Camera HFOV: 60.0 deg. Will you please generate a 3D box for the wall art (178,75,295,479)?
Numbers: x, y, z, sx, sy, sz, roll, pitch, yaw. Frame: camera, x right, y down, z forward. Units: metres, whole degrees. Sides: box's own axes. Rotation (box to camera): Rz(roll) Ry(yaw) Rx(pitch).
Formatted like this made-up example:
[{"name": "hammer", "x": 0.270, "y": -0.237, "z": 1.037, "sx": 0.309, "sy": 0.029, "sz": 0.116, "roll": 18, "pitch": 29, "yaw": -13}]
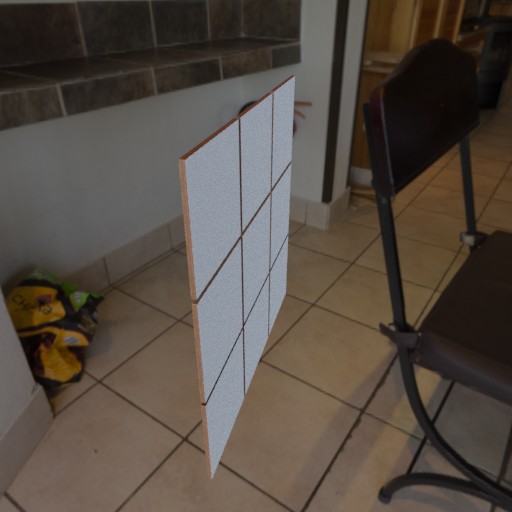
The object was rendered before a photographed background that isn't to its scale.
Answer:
[{"name": "wall art", "x": 0.000, "y": 0.000, "z": 1.874, "sx": 0.017, "sy": 1.246, "sz": 1.256, "roll": 8, "pitch": 32, "yaw": 14}]
